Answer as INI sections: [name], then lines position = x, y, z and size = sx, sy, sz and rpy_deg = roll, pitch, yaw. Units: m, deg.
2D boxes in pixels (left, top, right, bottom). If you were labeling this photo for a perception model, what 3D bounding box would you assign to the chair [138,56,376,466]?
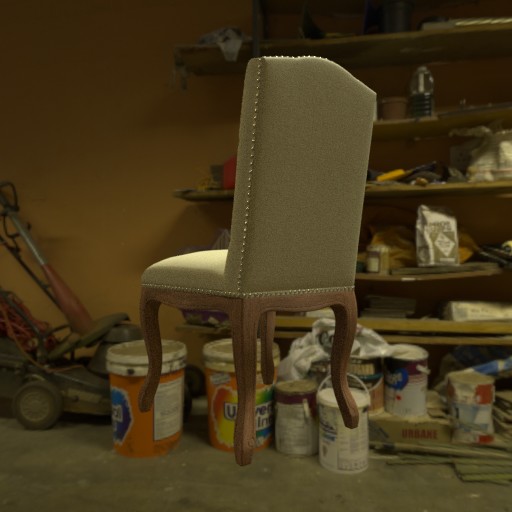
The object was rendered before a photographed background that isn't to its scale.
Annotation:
[chair]
position = 0.000, 0.000, 1.578
size = 0.623, 1.165, 0.715
rpy_deg = 0, 1, -36
